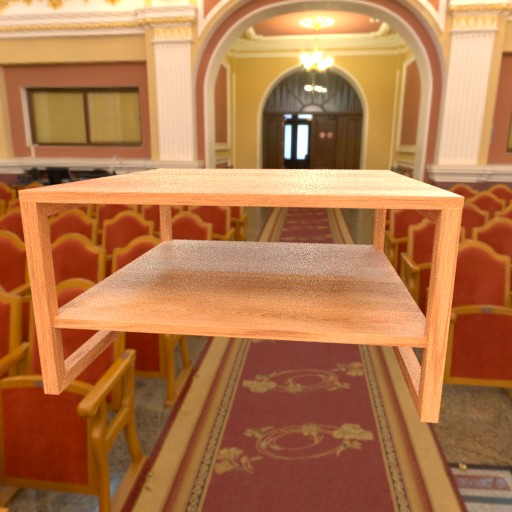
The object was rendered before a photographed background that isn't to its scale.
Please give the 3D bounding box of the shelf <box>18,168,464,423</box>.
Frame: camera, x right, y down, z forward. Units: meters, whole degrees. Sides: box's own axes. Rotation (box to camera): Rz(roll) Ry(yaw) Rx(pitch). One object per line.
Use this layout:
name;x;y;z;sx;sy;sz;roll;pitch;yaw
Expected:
shelf;0.000;0.000;1.372;0.899;0.480;0.899;2;14;7
